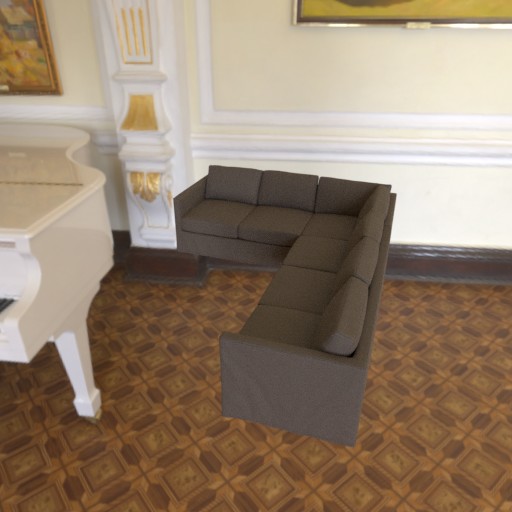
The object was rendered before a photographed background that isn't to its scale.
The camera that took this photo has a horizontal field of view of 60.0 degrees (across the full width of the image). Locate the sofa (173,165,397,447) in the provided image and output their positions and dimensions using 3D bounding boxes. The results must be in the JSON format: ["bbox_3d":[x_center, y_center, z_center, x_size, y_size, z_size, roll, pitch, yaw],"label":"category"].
[{"bbox_3d":[0.000,0.000,4.322,2.432,0.871,3.182,9,29,17],"label":"sofa"}]
